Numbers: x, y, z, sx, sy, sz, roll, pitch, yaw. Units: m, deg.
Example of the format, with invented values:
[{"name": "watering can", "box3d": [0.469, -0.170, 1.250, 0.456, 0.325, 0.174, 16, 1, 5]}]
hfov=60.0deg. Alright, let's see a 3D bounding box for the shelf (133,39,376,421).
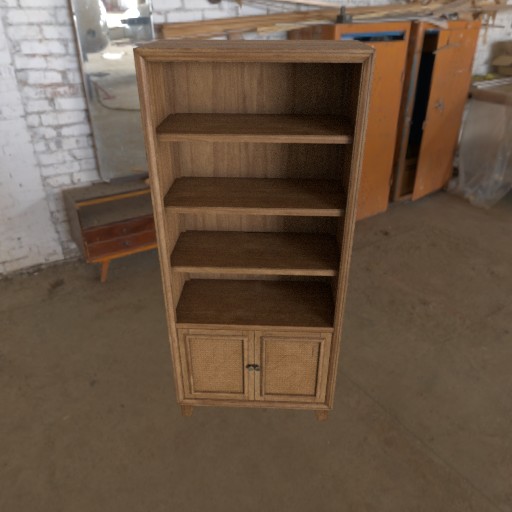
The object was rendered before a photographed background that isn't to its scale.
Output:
[{"name": "shelf", "box3d": [0.000, 0.000, 2.231, 0.864, 1.930, 0.453, 1, 30, 2]}]
